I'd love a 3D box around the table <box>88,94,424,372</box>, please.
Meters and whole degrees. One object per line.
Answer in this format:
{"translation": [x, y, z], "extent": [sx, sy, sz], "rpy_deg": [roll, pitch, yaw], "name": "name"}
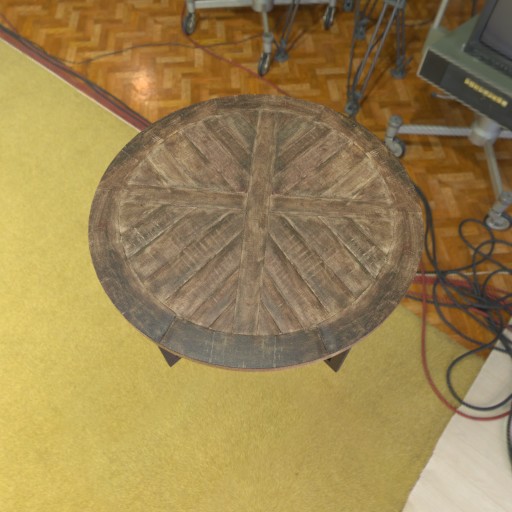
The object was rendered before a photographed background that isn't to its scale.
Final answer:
{"translation": [0.000, 0.000, 2.024], "extent": [1.264, 0.762, 1.264], "rpy_deg": [0, 59, 0], "name": "table"}
